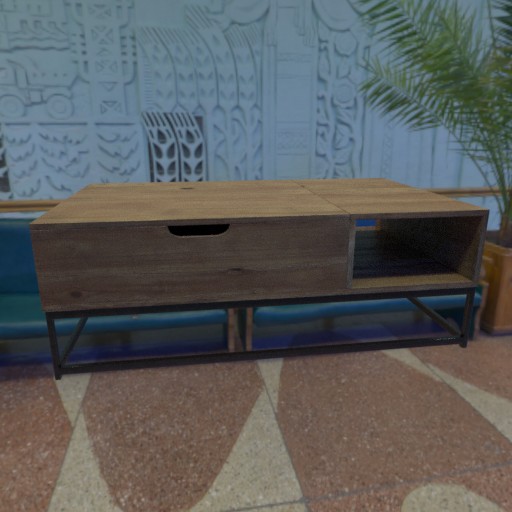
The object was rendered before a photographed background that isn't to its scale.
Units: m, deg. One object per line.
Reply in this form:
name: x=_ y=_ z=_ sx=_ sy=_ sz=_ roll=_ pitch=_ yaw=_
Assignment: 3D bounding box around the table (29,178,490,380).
table: x=0.000 y=0.000 z=1.411 sx=1.101 sy=0.395 sz=0.655 roll=-3 pitch=17 yaw=-8
